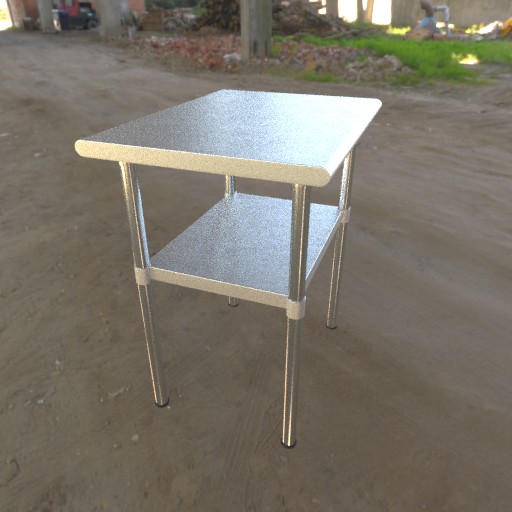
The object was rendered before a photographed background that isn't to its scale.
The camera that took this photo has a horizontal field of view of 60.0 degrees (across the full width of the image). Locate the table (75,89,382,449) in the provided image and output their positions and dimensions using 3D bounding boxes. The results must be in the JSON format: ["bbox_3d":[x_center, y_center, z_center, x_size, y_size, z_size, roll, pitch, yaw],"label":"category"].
[{"bbox_3d":[0.000,0.000,1.422,0.584,0.876,0.762,10,31,18],"label":"table"}]
